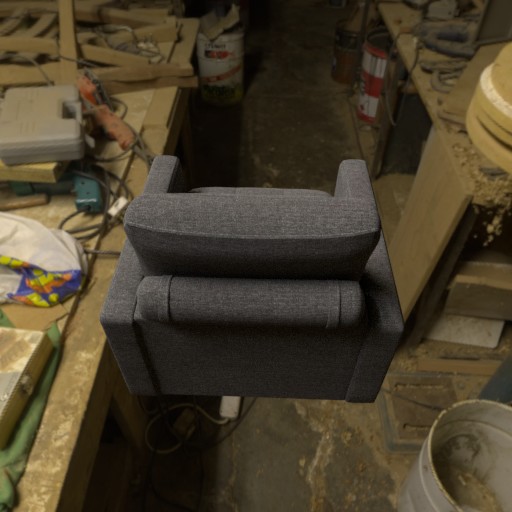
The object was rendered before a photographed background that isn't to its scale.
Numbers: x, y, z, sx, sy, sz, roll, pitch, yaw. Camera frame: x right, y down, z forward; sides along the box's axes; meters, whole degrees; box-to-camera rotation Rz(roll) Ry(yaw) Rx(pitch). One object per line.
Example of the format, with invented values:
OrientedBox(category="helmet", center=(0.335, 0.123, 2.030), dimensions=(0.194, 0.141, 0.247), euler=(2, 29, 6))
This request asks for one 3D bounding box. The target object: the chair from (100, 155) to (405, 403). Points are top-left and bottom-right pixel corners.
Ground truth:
OrientedBox(category="chair", center=(0.000, 0.000, 1.518), dimensions=(0.821, 0.880, 0.843), euler=(2, 46, 2))
